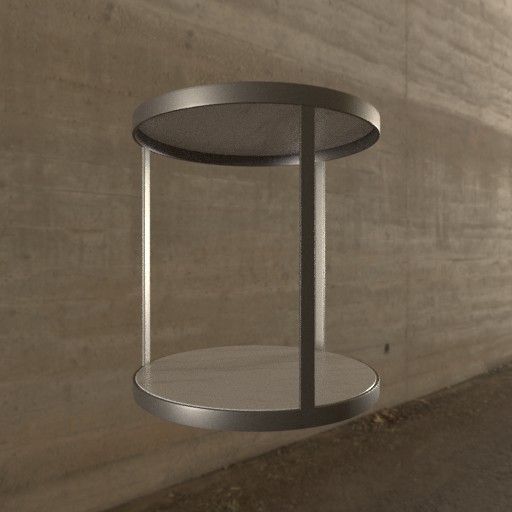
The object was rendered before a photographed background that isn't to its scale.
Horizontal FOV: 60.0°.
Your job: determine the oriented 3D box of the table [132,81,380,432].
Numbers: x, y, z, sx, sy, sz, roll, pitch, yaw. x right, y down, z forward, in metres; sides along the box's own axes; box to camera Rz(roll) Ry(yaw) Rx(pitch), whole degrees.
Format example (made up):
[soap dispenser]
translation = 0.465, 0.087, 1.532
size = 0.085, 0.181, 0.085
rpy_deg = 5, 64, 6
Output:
[table]
translation = 0.000, 0.000, 0.827
size = 0.445, 0.479, 0.445
rpy_deg = 0, 0, 0
